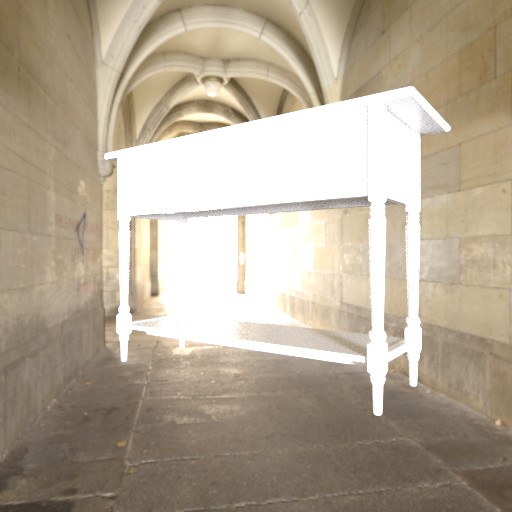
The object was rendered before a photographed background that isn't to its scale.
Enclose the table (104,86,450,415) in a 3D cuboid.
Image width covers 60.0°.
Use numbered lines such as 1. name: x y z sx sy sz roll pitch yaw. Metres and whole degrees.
1. table: 0.000 0.000 1.555 1.197 0.808 0.384 0 0 35
